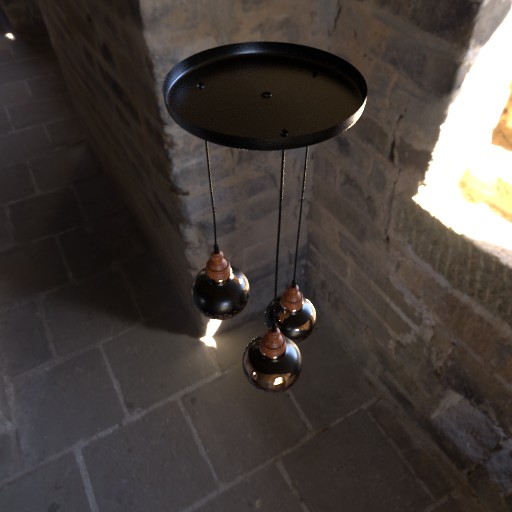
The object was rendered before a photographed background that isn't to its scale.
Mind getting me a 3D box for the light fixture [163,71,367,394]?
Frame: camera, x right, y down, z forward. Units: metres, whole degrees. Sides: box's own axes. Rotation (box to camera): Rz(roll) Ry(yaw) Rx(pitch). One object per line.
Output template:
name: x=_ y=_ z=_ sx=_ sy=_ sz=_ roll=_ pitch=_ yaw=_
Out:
light fixture: x=0.000 y=0.000 z=1.736 sx=0.605 sy=1.410 sz=0.608 roll=10 pitch=48 yaw=9
